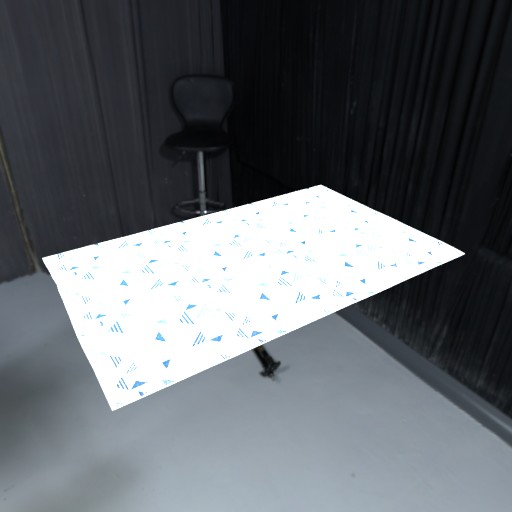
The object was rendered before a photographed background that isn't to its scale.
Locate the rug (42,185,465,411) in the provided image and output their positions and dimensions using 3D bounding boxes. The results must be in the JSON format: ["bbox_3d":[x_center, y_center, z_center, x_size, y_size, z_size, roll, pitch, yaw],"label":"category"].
[{"bbox_3d":[0.000,0.000,3.014,2.457,0.009,1.512,-18,35,-28],"label":"rug"}]
